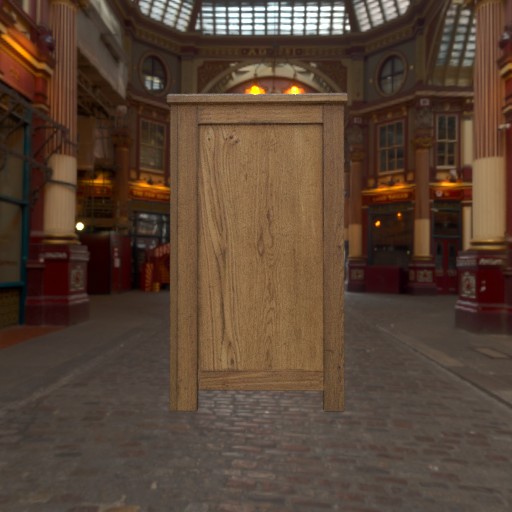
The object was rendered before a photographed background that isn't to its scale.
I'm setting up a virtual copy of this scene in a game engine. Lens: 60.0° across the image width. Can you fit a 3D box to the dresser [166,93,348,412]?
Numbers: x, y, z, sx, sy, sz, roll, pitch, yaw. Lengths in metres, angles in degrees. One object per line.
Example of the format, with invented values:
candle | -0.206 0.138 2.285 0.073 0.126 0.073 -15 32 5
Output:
dresser | 0.000 0.000 2.118 0.563 0.932 1.657 0 -1 1
